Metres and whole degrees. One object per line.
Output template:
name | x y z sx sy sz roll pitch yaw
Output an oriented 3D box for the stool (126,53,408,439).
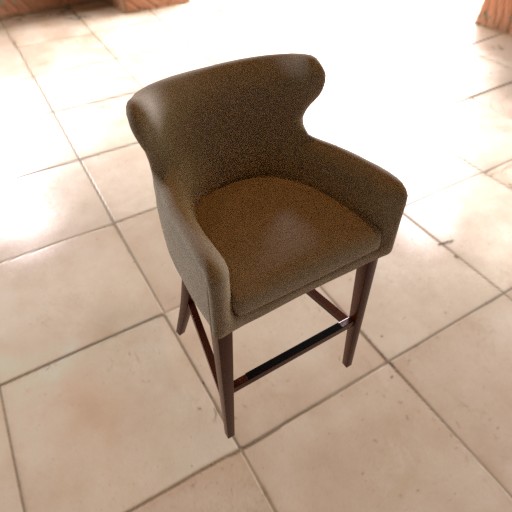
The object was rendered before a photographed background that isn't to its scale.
stool | 0.000 0.000 1.371 0.556 1.034 0.563 -24 51 -21
